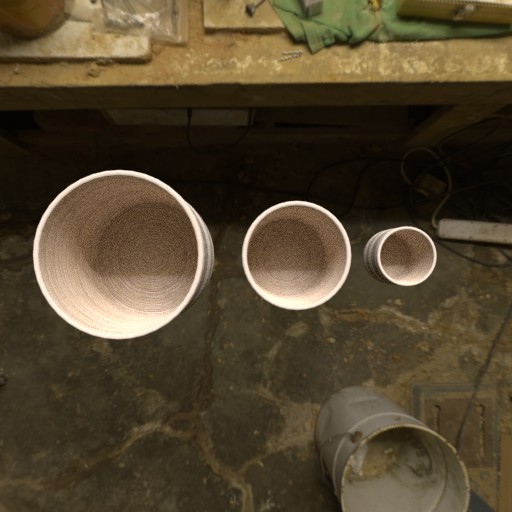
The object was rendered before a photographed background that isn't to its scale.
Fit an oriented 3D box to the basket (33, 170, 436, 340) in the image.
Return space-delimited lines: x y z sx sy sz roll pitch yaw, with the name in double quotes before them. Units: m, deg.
"basket" 0.000 0.000 1.082 0.917 0.356 0.351 0 89 -2
